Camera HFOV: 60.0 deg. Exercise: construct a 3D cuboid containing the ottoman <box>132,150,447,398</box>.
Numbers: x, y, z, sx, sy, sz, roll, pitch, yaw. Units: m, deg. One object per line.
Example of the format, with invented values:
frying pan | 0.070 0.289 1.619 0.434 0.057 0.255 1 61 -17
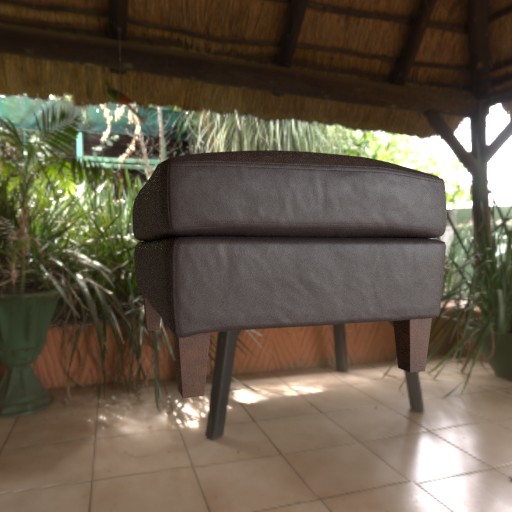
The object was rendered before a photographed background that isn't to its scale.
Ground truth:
ottoman | 0.000 0.000 1.300 0.659 0.529 0.887 0 1 -19
